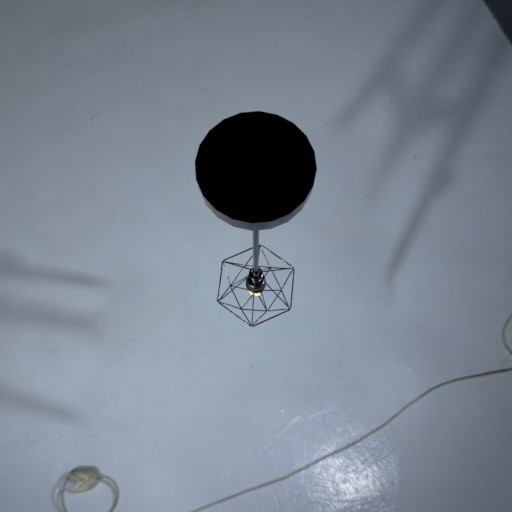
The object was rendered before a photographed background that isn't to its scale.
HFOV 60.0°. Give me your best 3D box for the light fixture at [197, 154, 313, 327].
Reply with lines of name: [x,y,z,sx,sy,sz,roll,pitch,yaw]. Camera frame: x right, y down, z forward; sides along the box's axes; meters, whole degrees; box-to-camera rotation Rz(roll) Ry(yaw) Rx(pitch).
light fixture: [0.000,0.000,1.922,0.487,1.764,0.431,-23,77,-6]
